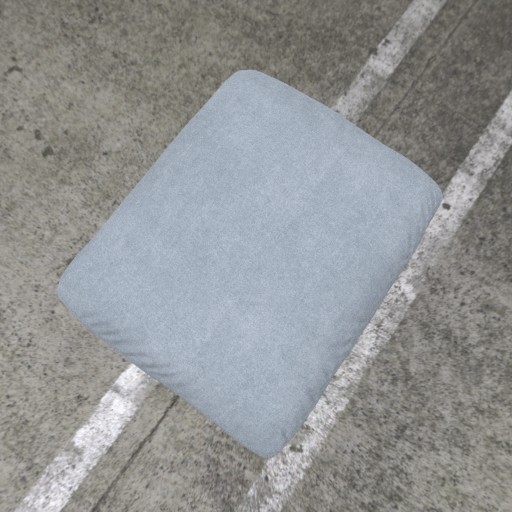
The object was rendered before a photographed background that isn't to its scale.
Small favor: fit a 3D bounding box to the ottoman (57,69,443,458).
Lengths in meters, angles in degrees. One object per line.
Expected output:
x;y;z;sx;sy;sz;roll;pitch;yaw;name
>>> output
0.000;0.000;1.240;0.683;0.481;0.837;35;79;8;ottoman
